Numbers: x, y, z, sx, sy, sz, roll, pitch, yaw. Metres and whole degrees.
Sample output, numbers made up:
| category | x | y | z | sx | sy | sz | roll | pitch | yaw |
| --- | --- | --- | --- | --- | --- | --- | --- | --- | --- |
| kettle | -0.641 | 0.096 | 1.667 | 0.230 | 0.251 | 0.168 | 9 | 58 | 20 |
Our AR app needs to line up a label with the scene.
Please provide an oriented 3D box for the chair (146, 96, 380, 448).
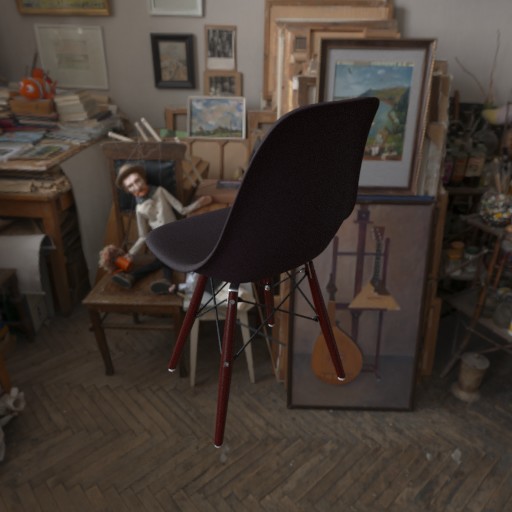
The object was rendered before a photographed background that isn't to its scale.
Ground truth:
| category | x | y | z | sx | sy | sz | roll | pitch | yaw |
| --- | --- | --- | --- | --- | --- | --- | --- | --- | --- |
| chair | 0.000 | 0.000 | 1.123 | 0.470 | 0.826 | 0.533 | -19 | 34 | -31 |
